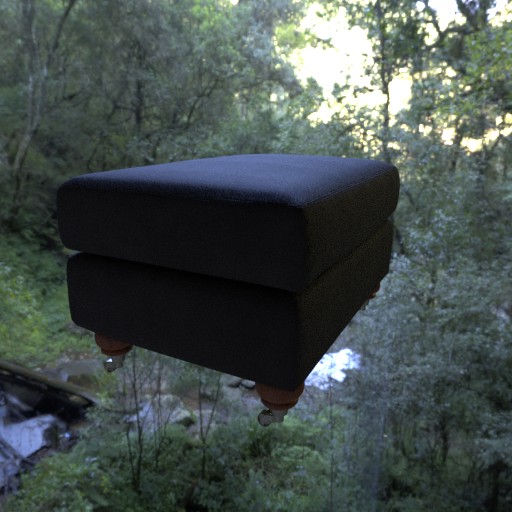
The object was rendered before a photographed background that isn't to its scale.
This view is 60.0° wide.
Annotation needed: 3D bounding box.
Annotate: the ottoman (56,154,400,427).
[{"bbox_3d":[0.000,0.000,1.150,0.574,0.497,0.773,9,19,27],"label":"ottoman"}]
